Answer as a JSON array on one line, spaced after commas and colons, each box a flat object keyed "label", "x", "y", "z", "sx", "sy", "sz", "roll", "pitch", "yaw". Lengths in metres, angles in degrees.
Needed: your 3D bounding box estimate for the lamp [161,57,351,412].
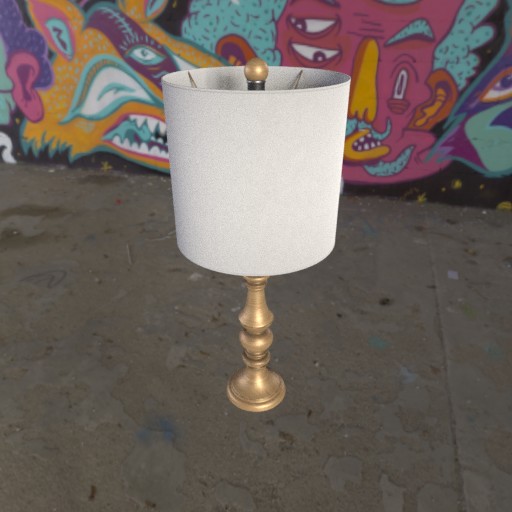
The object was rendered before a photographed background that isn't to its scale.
[{"label": "lamp", "x": 0.000, "y": 0.000, "z": 0.728, "sx": 0.250, "sy": 0.597, "sz": 0.250, "roll": 19, "pitch": 34, "yaw": 30}]
